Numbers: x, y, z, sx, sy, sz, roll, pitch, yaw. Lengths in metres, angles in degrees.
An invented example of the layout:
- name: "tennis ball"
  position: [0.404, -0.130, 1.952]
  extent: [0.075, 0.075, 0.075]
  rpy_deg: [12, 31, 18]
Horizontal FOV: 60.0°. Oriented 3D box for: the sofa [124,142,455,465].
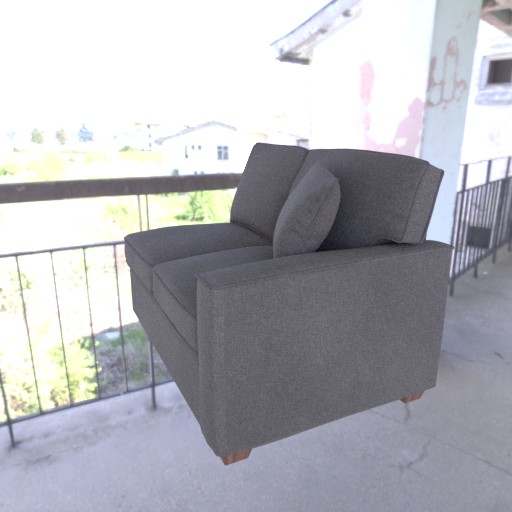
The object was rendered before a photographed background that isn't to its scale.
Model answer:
- name: "sofa"
  position: [0.000, 0.000, 2.062]
  extent: [0.991, 0.989, 1.388]
  rpy_deg: [-8, 18, -25]
